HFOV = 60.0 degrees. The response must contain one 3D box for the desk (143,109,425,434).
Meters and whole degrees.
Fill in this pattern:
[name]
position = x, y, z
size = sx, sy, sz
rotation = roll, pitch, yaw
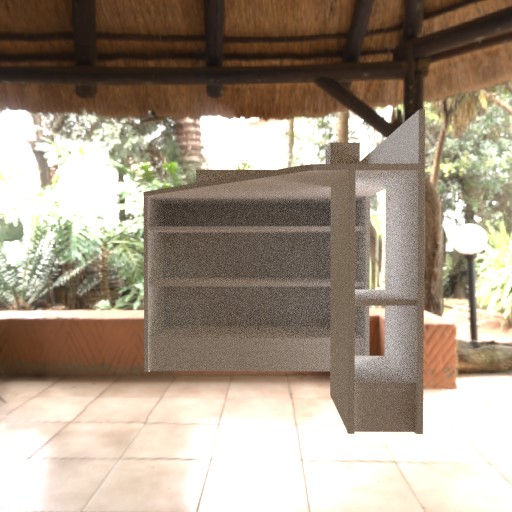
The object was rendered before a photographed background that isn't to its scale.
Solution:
[desk]
position = 0.000, 0.000, 1.698
size = 0.940, 0.986, 0.940
rotation = 0, 1, 1
